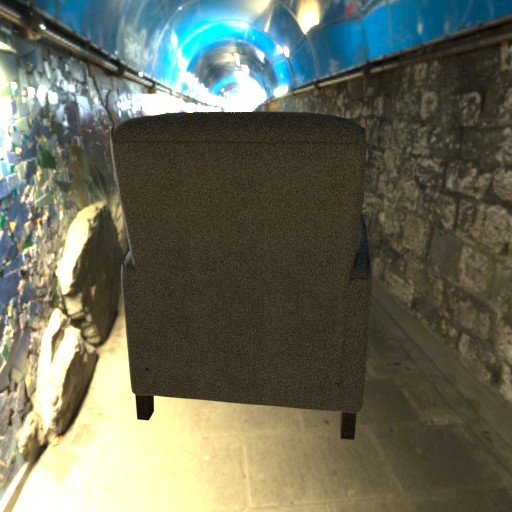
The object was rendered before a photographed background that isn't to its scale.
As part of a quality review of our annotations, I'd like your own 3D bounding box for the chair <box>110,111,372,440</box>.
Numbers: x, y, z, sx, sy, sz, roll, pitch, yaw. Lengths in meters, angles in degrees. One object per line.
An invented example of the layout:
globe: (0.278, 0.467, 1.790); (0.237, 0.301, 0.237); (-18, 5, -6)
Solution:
chair: (0.000, 0.000, 1.675); (0.841, 1.028, 0.858); (2, 17, 7)
